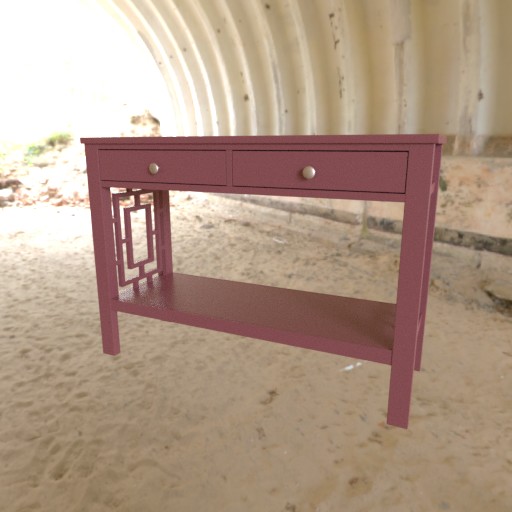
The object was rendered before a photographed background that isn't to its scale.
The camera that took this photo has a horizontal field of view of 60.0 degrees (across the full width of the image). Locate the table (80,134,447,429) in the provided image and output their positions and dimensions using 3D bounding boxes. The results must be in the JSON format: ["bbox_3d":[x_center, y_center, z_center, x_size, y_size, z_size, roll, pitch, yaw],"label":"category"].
[{"bbox_3d":[0.000,0.000,1.452,1.068,0.753,0.397,6,15,24],"label":"table"}]
